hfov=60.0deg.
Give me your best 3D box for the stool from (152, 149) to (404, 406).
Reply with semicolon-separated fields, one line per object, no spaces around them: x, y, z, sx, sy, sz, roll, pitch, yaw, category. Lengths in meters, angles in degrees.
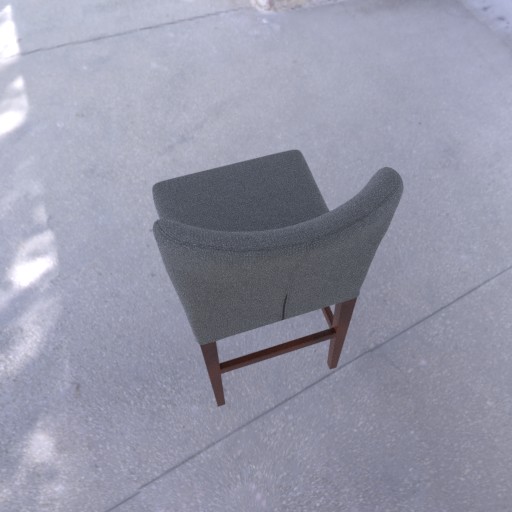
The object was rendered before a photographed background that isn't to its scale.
0.000;0.000;1.265;0.479;0.968;0.568;-16;60;-9;stool
